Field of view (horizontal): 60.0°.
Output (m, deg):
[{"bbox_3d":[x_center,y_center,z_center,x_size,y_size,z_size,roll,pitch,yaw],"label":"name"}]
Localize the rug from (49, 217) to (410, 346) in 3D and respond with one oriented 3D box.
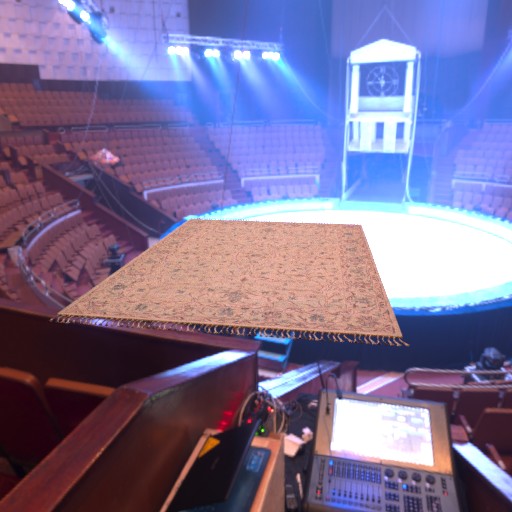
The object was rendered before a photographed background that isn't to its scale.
[{"bbox_3d":[0.000,0.000,2.324,1.247,0.008,1.802,2,17,8],"label":"rug"}]
